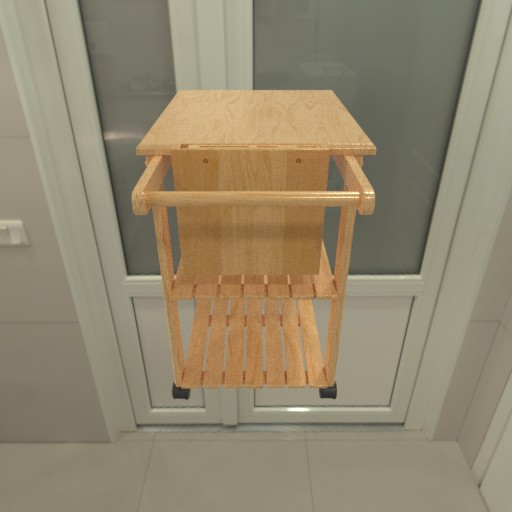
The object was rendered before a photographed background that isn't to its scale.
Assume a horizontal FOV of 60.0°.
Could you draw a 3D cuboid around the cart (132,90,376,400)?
[{"bbox_3d":[0.000,0.000,1.337,0.520,0.816,0.843,0,31,0],"label":"cart"}]
